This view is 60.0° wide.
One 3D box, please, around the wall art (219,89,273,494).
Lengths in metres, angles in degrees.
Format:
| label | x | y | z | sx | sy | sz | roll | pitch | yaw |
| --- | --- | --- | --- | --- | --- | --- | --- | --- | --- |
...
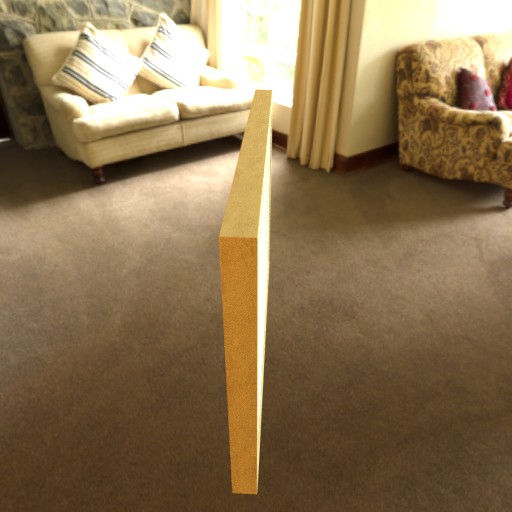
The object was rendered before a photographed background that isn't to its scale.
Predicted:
| label | x | y | z | sx | sy | sz | roll | pitch | yaw |
| --- | --- | --- | --- | --- | --- | --- | --- | --- | --- |
| wall art | 0.000 | 0.000 | 0.687 | 0.032 | 0.380 | 0.532 | 2 | 33 | 3 |
